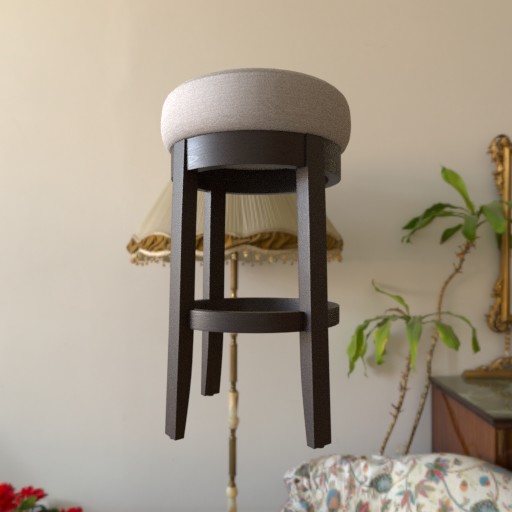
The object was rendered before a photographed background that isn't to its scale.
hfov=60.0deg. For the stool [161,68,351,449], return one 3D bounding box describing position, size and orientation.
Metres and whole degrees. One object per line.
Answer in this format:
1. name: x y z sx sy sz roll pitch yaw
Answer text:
1. stool: 0.000 0.000 1.050 0.443 0.757 0.443 0 -1 0
